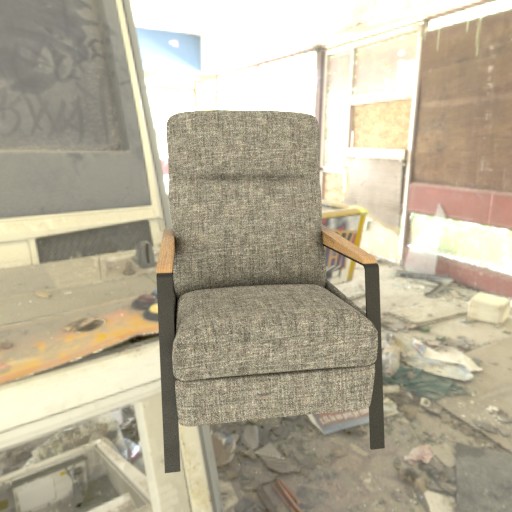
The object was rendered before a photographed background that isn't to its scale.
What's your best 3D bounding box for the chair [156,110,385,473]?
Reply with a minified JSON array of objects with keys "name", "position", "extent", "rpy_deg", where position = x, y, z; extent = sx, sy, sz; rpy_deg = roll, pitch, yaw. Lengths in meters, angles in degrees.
[{"name":"chair","position":[0.000,0.000,1.608],"extent":[0.671,1.042,0.868],"rpy_deg":[-2,15,-9]}]
